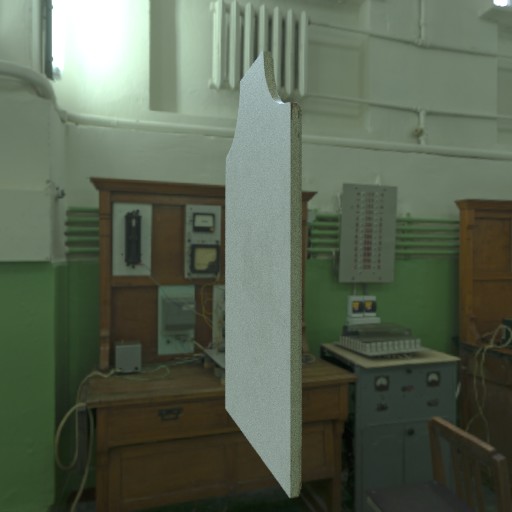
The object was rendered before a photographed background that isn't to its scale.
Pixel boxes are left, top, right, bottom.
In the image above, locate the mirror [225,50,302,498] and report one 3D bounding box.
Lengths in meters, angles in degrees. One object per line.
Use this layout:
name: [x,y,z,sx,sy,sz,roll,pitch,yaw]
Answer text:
mirror: [0.000,0.000,0.849,0.022,0.717,0.403,0,0,-18]
